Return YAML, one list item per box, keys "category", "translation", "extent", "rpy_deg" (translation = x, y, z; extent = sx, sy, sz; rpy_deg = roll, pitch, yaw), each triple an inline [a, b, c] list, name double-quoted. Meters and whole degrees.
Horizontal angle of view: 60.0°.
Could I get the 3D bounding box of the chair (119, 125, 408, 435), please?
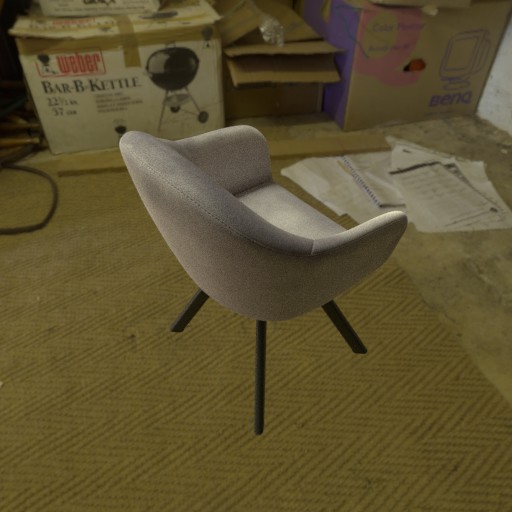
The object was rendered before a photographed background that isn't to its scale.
- category: "chair"
  translation: [0.000, 0.000, 1.165]
  extent: [0.540, 0.780, 0.570]
  rpy_deg: [-28, 49, -28]
